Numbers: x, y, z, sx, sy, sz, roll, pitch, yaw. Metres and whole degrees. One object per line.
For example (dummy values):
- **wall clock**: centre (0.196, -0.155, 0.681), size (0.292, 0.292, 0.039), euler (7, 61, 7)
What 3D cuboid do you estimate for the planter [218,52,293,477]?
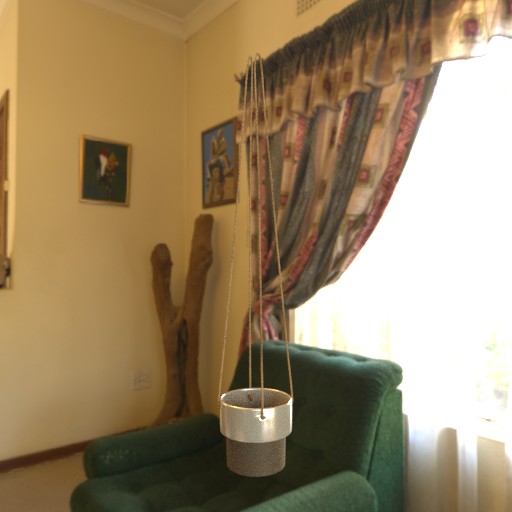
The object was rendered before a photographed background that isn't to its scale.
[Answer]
- **planter**: centre (0.000, 0.000, 1.160), size (0.187, 1.073, 0.187), euler (-1, -2, 35)
